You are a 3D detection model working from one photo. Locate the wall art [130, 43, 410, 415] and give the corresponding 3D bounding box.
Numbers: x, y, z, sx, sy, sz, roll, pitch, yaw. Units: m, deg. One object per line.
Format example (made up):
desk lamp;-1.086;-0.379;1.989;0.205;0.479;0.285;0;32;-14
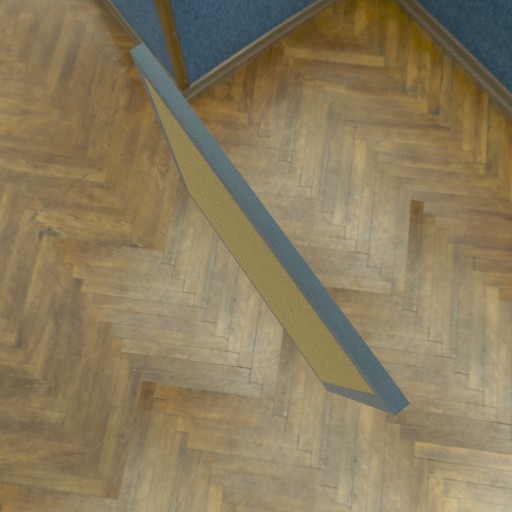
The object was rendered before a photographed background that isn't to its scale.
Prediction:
wall art;0.000;0.000;0.903;0.026;0.558;0.660;-34;79;-8
